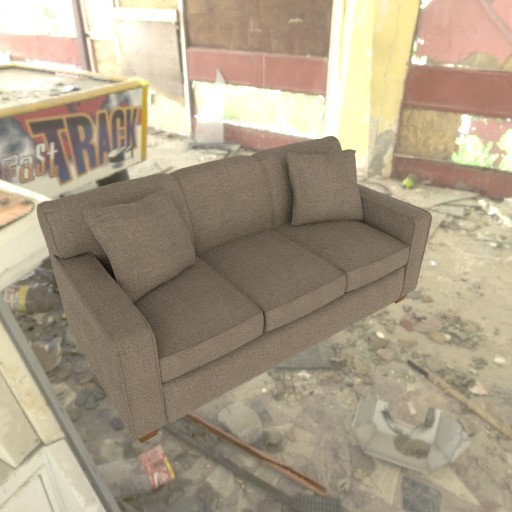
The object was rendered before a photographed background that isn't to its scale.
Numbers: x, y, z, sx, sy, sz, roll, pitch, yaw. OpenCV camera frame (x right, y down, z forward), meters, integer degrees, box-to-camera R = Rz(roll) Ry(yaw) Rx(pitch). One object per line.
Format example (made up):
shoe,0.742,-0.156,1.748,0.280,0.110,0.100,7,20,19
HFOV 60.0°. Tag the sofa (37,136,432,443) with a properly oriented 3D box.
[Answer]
sofa,0.000,0.000,2.582,2.024,0.958,0.997,-20,36,-31
